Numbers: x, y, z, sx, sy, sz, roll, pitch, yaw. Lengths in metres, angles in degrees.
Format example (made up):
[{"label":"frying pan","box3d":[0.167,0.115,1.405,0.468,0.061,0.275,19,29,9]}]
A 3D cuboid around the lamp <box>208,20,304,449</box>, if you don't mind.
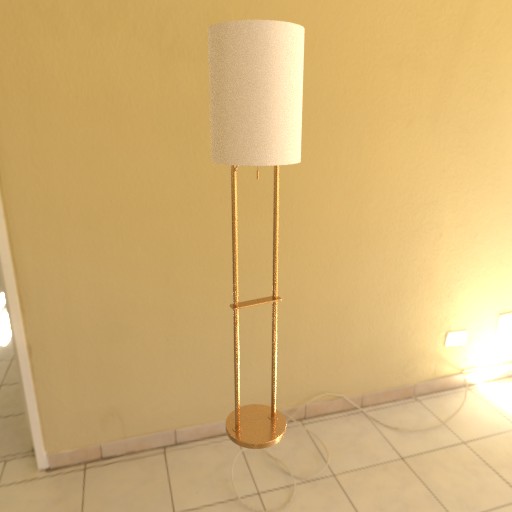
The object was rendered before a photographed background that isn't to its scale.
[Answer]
[{"label":"lamp","box3d":[0.000,0.000,1.626,0.306,1.500,0.305,-9,19,-26]}]
